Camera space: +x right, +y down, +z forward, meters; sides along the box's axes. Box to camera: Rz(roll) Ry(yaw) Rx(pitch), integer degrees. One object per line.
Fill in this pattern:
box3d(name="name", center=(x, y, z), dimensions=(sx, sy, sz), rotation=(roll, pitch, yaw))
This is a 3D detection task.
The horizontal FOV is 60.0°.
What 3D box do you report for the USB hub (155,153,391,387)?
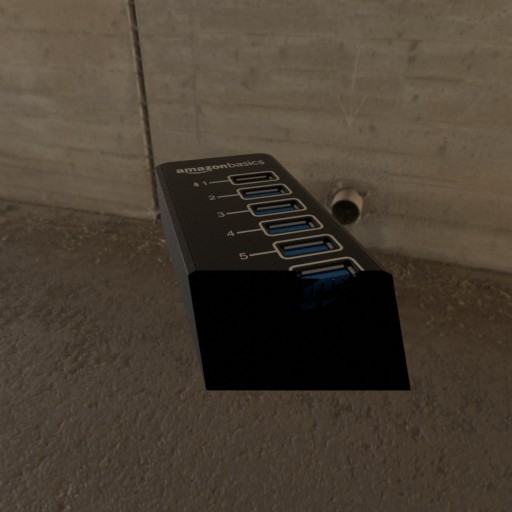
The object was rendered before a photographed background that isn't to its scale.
box3d(name="USB hub", center=(0.000, 0.000, 0.127), dimensions=(0.044, 0.023, 0.110), rotation=(-9, 33, -14))
